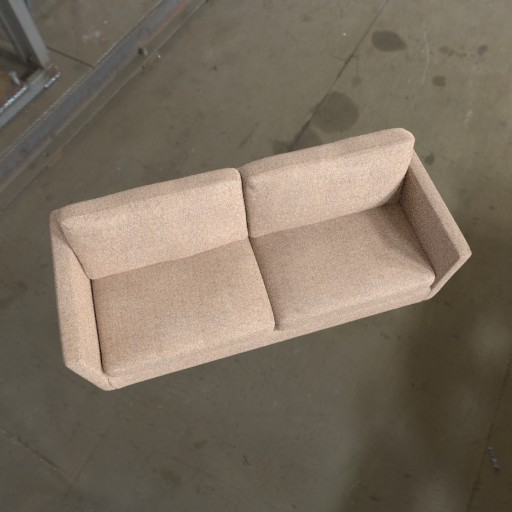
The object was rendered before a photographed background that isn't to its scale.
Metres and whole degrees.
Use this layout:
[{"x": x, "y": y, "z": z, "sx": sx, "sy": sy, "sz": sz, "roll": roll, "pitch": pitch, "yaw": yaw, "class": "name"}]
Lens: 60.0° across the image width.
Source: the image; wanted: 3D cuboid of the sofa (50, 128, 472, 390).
[{"x": 0.000, "y": 0.000, "z": 2.689, "sx": 2.208, "sy": 0.965, "sz": 0.951, "roll": -15, "pitch": 64, "yaw": -7, "class": "sofa"}]
